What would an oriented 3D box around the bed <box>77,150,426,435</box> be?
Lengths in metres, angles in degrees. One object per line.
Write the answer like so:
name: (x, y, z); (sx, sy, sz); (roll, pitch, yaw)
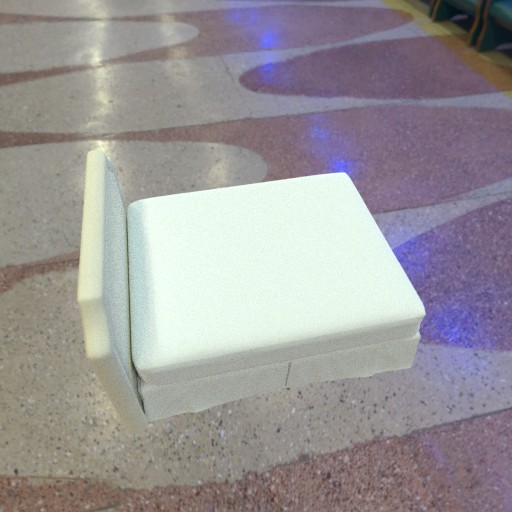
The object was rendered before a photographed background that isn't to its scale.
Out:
bed: (0.000, 0.000, 3.356); (2.209, 1.296, 1.827); (-9, 48, -8)
